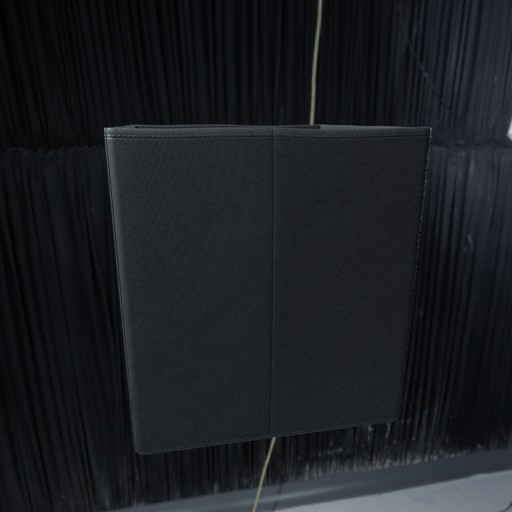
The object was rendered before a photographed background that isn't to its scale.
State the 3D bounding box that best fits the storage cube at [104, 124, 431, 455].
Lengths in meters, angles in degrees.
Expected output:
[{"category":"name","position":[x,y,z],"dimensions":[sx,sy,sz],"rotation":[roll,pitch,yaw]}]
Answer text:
[{"category":"storage cube","position":[0.000,0.000,0.496],"dimensions":[0.270,0.280,0.270],"rotation":[-3,17,-10]}]
